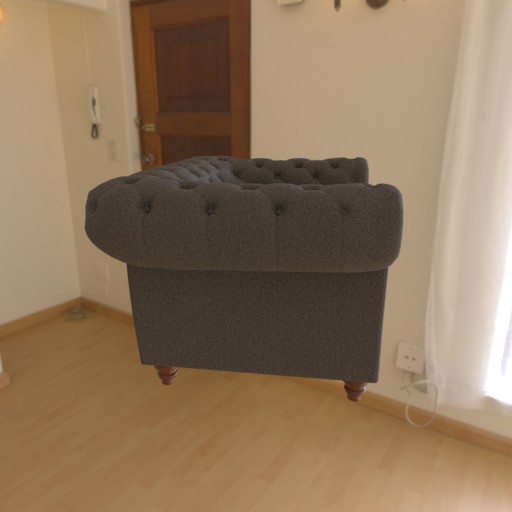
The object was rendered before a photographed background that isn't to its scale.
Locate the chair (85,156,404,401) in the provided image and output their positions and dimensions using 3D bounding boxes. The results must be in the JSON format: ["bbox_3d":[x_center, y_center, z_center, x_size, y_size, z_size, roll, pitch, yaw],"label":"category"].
[{"bbox_3d":[0.000,0.000,1.898,0.976,0.770,1.270,2,17,8],"label":"chair"}]
